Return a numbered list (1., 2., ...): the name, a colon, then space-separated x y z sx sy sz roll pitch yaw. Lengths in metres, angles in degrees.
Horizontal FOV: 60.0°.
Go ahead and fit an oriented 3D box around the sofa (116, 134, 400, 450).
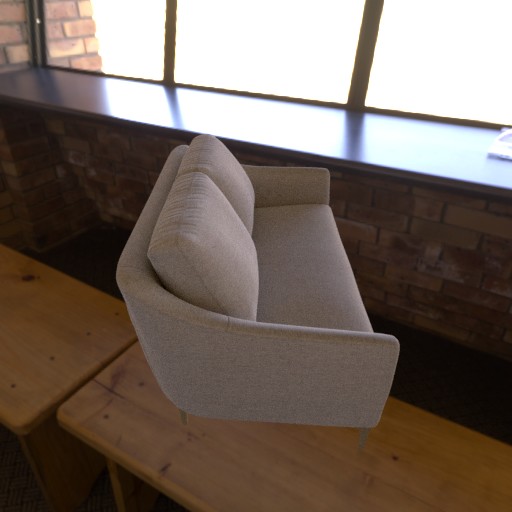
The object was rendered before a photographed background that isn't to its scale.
1. sofa: 0.000 0.000 2.188 0.960 0.904 1.619 0 32 0
